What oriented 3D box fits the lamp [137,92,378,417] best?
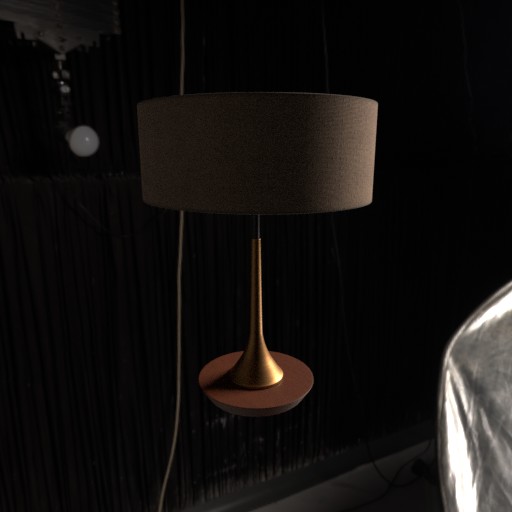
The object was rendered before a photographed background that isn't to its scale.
[{"bbox_3d":[0.000,0.000,0.827,0.396,0.551,0.417,-7,15,-26],"label":"lamp"}]
